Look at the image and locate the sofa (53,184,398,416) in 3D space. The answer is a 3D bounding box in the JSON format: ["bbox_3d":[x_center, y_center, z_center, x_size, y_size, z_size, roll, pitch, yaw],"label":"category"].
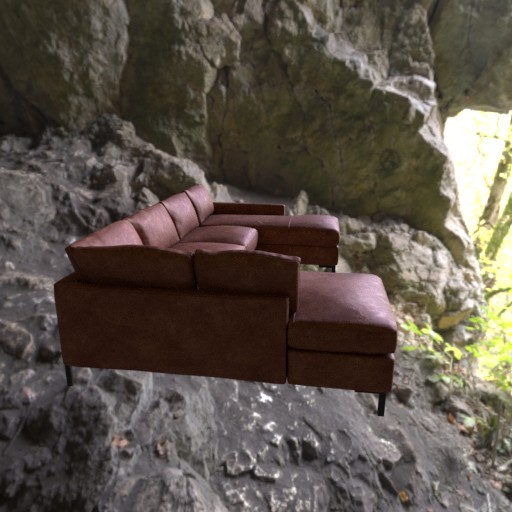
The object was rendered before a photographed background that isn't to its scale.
[{"bbox_3d":[0.000,0.000,3.807,1.939,0.900,2.956,2,17,8],"label":"sofa"}]
